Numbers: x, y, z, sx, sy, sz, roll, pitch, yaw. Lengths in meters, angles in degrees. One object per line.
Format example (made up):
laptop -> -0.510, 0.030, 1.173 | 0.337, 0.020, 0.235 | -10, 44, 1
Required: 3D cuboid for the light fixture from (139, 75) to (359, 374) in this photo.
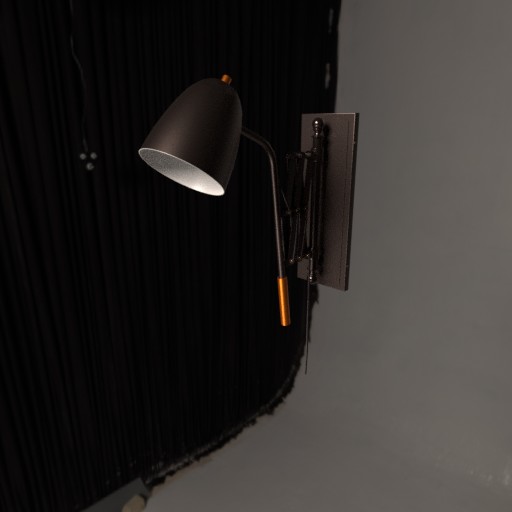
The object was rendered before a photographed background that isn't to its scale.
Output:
light fixture -> 0.000, 0.000, 0.955 | 0.499, 0.715, 0.162 | -16, 23, -42
